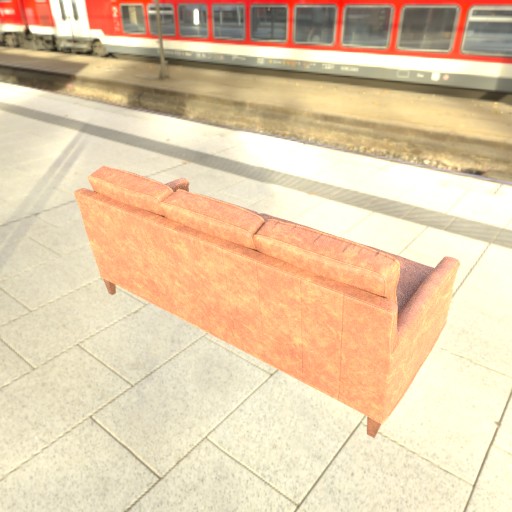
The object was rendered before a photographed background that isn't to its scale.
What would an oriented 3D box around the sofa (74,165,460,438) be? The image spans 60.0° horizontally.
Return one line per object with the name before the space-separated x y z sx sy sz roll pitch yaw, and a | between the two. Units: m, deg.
sofa | 0.000 0.000 2.848 2.246 1.003 1.084 21 36 31
